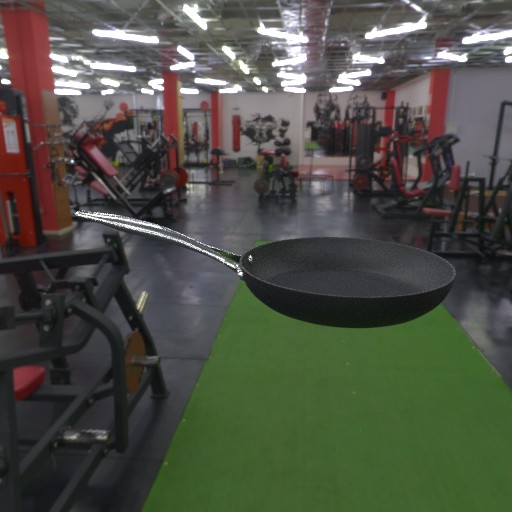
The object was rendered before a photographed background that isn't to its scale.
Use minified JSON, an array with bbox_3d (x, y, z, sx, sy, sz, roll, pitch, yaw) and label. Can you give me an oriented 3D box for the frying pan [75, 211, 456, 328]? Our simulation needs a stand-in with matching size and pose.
[{"bbox_3d":[0.000,0.000,0.561,0.472,0.105,0.255,2,16,8],"label":"frying pan"}]
